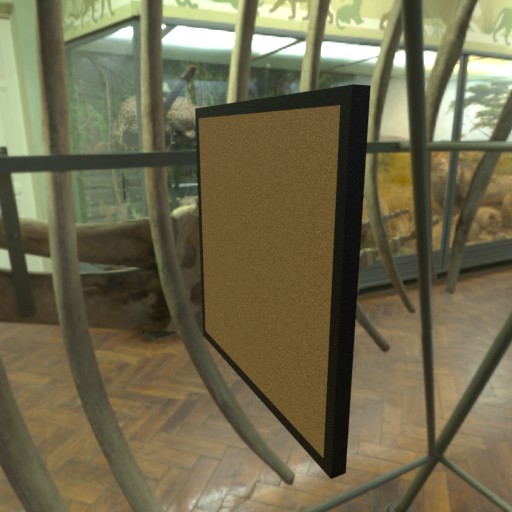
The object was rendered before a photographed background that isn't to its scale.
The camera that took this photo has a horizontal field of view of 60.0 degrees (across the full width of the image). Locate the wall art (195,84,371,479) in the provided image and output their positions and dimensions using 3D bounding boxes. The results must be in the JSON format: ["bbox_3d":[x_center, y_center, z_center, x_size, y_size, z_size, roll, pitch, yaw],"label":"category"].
[{"bbox_3d":[0.000,0.000,1.147,0.038,0.762,0.762,-8,17,-26],"label":"wall art"}]
